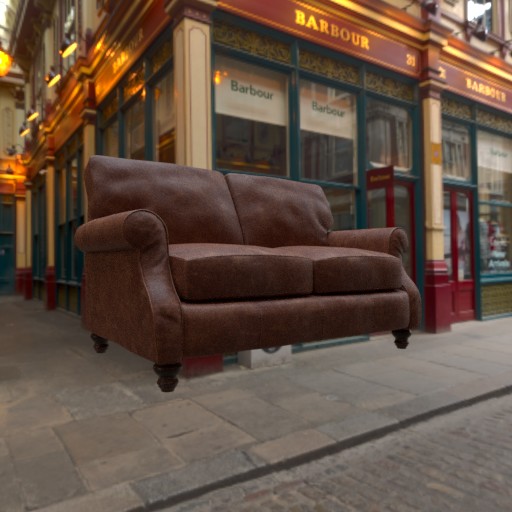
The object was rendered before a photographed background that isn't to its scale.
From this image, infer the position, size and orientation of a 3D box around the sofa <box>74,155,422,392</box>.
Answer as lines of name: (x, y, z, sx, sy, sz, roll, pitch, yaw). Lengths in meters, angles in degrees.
sofa: (0.000, 0.000, 2.259, 1.616, 0.967, 0.990, 0, -1, -35)
